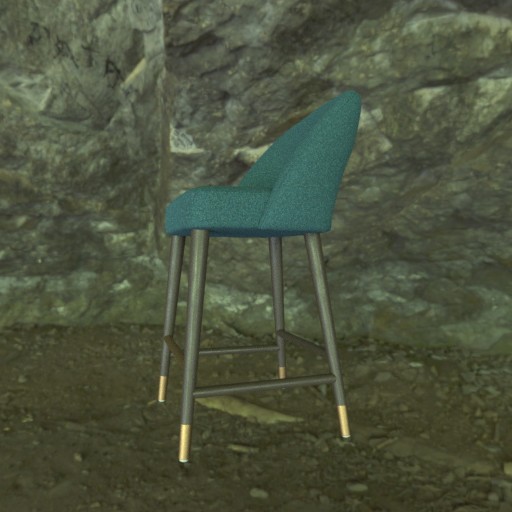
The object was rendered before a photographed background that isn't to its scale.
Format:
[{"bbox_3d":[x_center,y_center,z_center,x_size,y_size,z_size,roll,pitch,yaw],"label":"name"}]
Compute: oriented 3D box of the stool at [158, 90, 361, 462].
[{"bbox_3d":[0.000,0.000,1.302,0.522,0.939,0.536,0,0,-19],"label":"stool"}]
